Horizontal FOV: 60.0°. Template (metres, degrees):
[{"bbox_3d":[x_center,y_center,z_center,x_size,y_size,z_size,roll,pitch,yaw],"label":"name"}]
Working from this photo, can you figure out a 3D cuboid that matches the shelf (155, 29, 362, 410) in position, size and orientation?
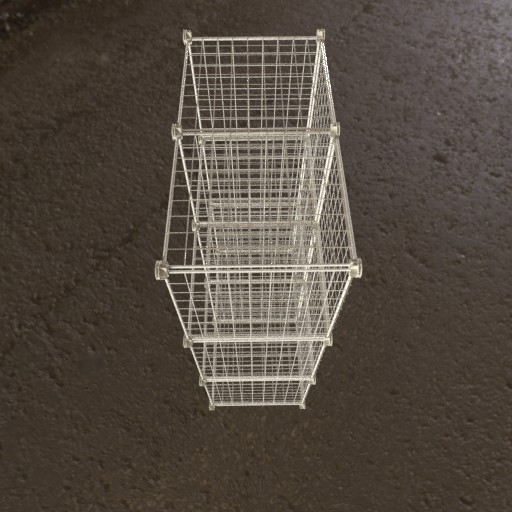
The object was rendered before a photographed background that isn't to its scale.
[{"bbox_3d":[0.000,0.000,1.393,0.356,1.067,0.711,-1,59,0],"label":"shelf"}]
